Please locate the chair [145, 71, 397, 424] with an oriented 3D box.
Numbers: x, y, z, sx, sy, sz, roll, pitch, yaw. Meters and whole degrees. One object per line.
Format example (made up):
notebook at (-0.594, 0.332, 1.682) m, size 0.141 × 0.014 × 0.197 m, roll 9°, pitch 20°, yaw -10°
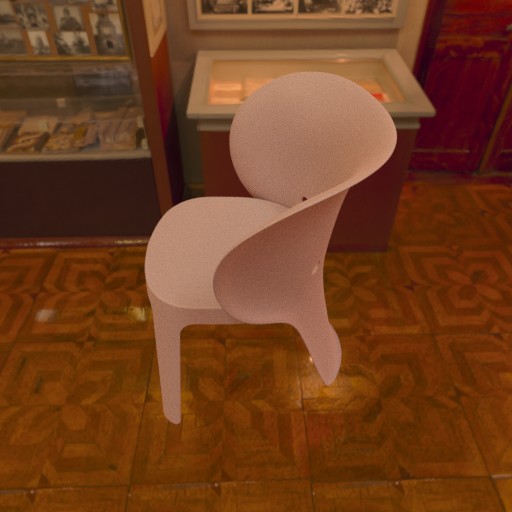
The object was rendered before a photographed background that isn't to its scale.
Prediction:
chair at (0.000, 0.000, 0.834) m, size 0.402 × 0.554 × 0.451 m, roll 0°, pitch 41°, yaw 0°
